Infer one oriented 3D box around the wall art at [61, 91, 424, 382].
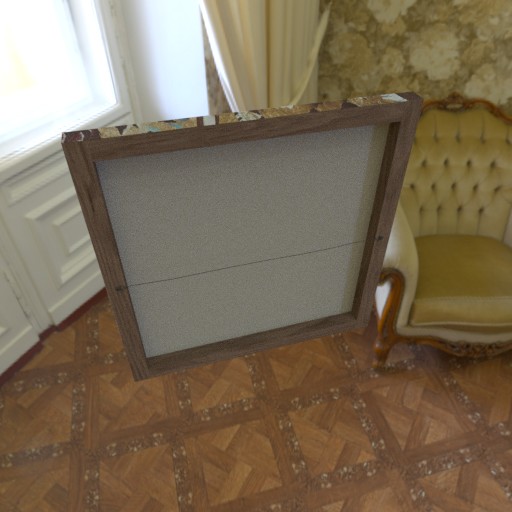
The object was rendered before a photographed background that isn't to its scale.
[{"bbox_3d":[0.000,0.000,0.930,0.609,0.613,0.041,-11,42,-12],"label":"wall art"}]
